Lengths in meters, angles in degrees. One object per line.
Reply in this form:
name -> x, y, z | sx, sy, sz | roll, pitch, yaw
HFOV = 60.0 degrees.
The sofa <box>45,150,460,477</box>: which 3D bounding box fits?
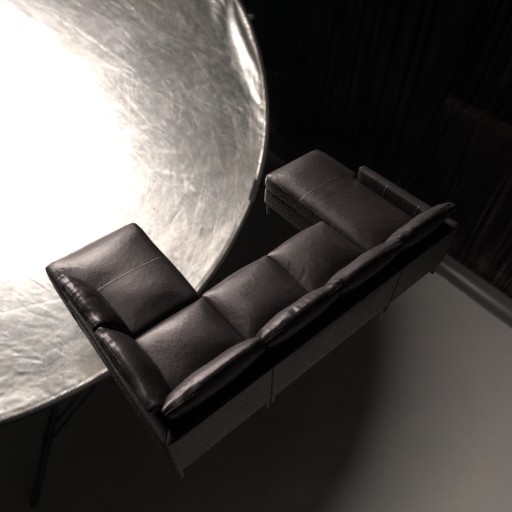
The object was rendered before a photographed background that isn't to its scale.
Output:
sofa -> 0.000, 0.000, 3.810 | 2.956, 0.900, 1.939 | -32, 56, -25
